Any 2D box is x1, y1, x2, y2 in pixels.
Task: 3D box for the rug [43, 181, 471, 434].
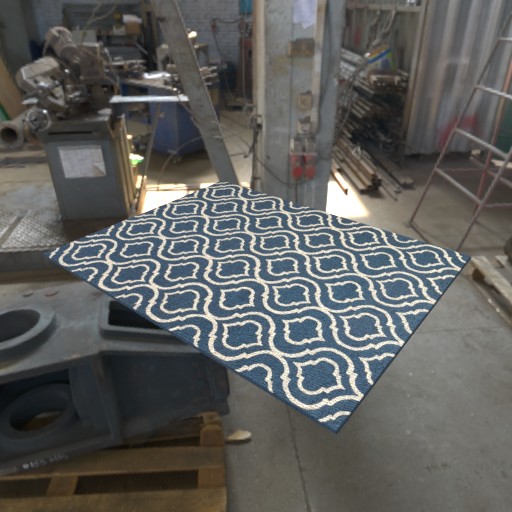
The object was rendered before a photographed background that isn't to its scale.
[{"bbox_3d":[0.000,0.000,3.789,2.881,0.020,2.270,22,37,33],"label":"rug"}]
